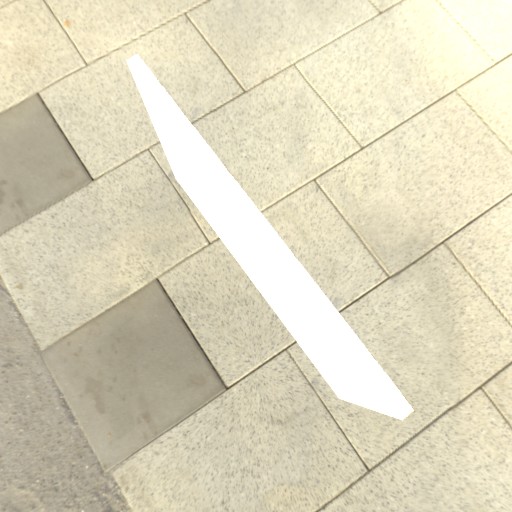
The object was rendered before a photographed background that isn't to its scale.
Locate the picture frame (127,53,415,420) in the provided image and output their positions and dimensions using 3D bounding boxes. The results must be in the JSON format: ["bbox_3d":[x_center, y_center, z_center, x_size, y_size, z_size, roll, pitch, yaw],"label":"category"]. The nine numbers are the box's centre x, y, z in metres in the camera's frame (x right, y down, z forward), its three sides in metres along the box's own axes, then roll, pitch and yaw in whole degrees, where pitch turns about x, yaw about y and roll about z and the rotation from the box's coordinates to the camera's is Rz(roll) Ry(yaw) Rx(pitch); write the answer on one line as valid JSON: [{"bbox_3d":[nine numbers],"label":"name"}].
[{"bbox_3d":[0.000,0.000,1.218,0.029,0.640,0.950,-35,78,-8],"label":"picture frame"}]
